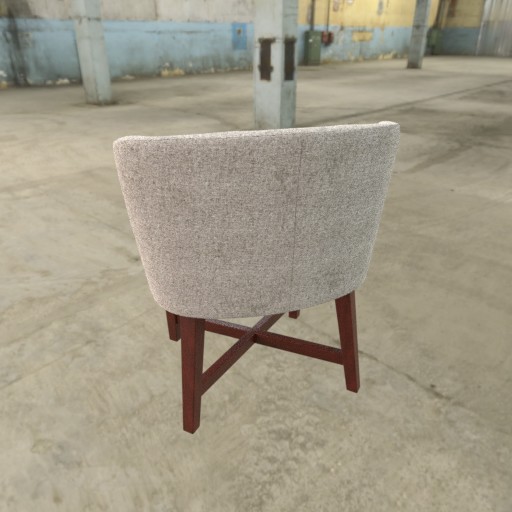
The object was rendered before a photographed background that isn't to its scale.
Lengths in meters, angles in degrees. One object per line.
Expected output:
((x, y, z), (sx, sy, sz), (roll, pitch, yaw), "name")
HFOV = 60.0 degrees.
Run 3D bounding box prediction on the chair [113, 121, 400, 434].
((0.000, 0.000, 1.324), (0.728, 0.827, 0.575), (-8, 27, -16), "chair")
